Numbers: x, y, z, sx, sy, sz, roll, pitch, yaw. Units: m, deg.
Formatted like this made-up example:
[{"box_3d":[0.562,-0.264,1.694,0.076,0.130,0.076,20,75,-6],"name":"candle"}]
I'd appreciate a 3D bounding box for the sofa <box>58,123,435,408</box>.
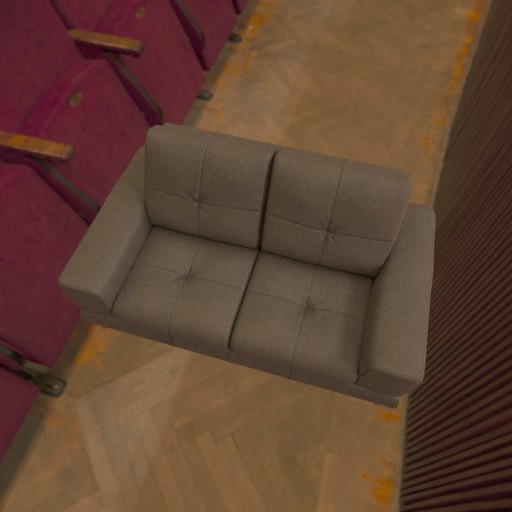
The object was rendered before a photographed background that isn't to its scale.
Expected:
[{"box_3d":[0.000,0.000,2.360,1.806,0.907,1.018,14,58,9],"name":"sofa"}]
